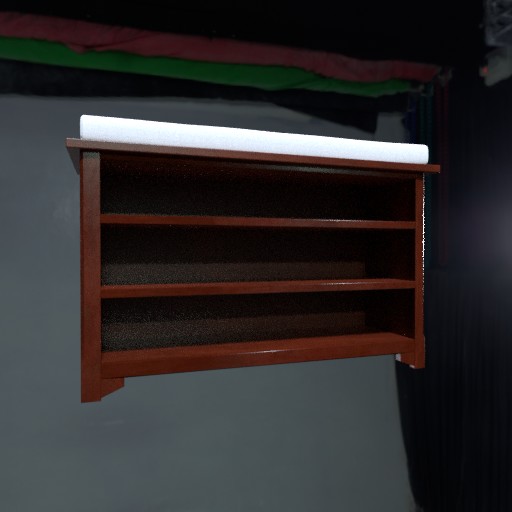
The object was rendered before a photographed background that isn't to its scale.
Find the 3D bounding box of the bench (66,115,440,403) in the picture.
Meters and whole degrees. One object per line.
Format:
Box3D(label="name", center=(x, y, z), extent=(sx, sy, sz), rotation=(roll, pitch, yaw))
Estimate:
Box3D(label="bench", center=(0.000, 0.000, 1.291), extent=(0.987, 0.646, 0.369), rotation=(0, 1, -18))
